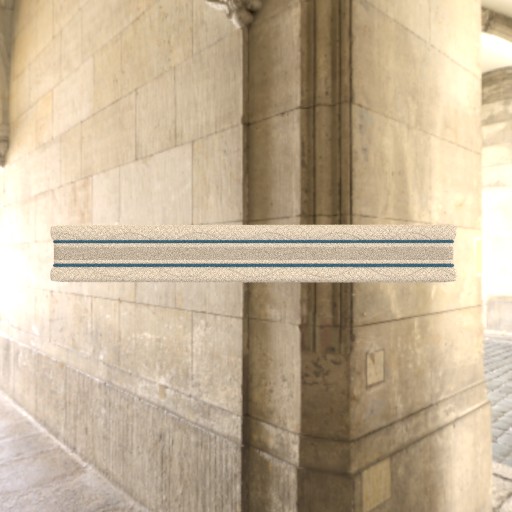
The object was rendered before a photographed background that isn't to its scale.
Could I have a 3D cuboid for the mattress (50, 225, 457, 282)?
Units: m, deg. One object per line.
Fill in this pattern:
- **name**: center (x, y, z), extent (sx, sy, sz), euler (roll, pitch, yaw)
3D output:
- **mattress**: center (0.000, 0.000, 2.737), extent (1.600, 0.230, 2.000), euler (0, -1, 1)
